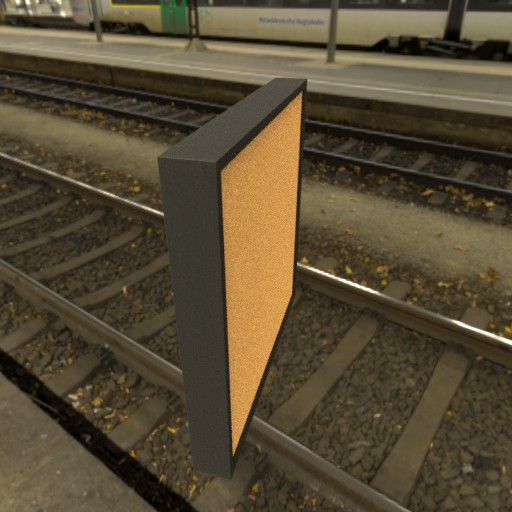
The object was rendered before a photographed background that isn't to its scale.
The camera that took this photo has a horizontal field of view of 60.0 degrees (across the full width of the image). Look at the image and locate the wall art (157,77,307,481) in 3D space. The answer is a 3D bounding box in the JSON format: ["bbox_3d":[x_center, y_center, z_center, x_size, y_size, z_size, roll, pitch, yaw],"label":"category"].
[{"bbox_3d":[0.000,0.000,0.464,0.037,0.305,0.305,8,32,13],"label":"wall art"}]
